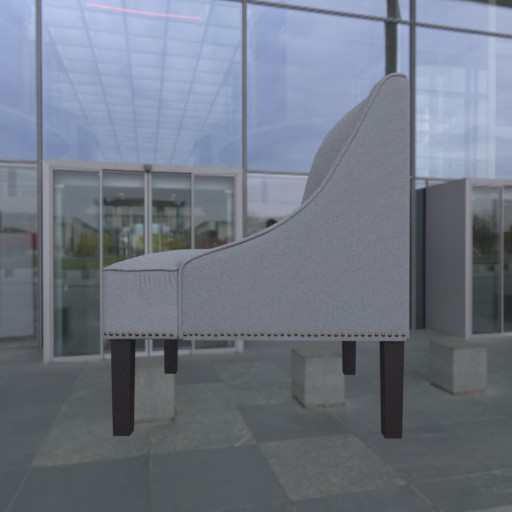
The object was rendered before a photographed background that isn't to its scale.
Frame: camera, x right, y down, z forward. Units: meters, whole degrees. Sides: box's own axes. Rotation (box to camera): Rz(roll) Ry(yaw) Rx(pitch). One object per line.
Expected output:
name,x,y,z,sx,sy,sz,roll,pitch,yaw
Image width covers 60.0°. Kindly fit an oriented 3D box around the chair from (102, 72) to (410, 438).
chair,0.000,0.000,1.355,0.747,0.867,0.631,0,1,1
